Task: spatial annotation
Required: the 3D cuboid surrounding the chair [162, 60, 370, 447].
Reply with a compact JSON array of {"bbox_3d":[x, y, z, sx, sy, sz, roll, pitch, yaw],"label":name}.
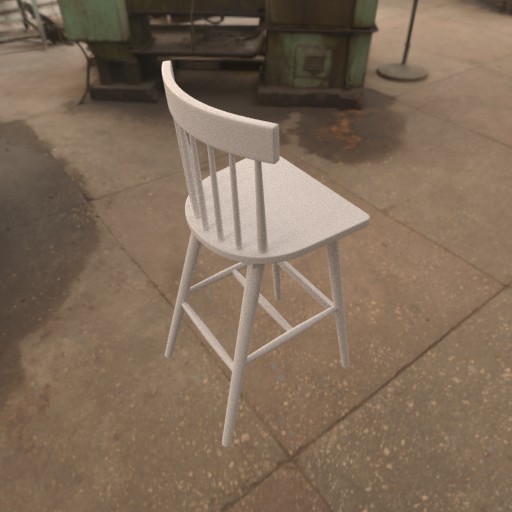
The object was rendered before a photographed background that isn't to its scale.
[{"bbox_3d":[0.000,0.000,1.386,0.572,1.092,0.483,-24,46,-25],"label":"chair"}]
